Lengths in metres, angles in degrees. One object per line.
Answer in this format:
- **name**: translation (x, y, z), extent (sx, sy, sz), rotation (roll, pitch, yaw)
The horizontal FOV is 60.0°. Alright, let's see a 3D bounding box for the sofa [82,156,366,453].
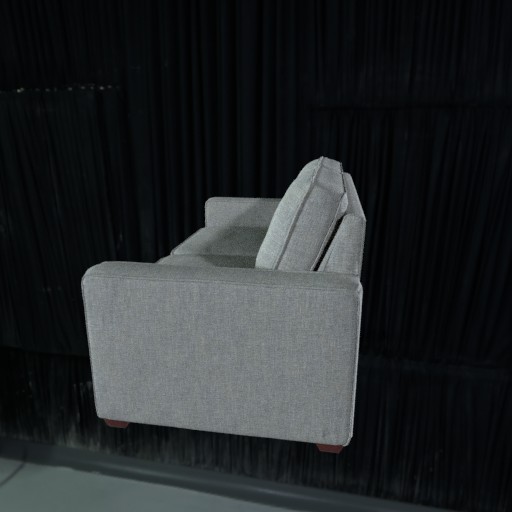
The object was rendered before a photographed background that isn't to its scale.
- **sofa**: translation (0.000, 0.000, 2.231), extent (0.945, 0.915, 1.706), rotation (3, 16, 9)
